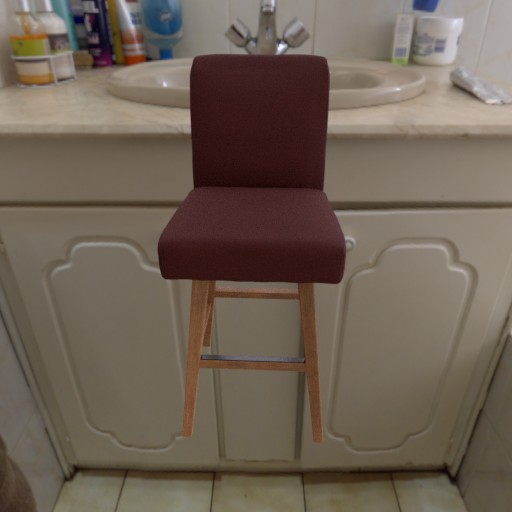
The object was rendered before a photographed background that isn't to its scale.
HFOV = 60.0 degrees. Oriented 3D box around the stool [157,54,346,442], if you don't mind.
[{"bbox_3d":[0.000,0.000,1.373,0.468,1.093,0.562,1,30,2],"label":"stool"}]
